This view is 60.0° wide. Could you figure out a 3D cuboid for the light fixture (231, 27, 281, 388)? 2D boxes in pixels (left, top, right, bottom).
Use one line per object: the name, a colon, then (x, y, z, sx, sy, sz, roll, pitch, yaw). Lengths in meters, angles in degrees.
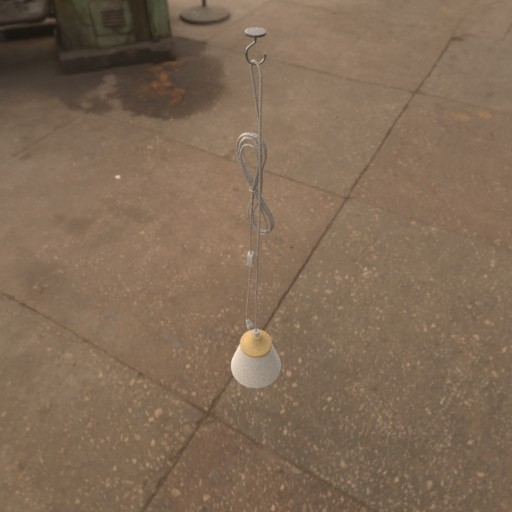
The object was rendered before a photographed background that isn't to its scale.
light fixture: (0.000, 0.000, 1.008, 0.153, 0.966, 0.153, 24, 51, 21)
